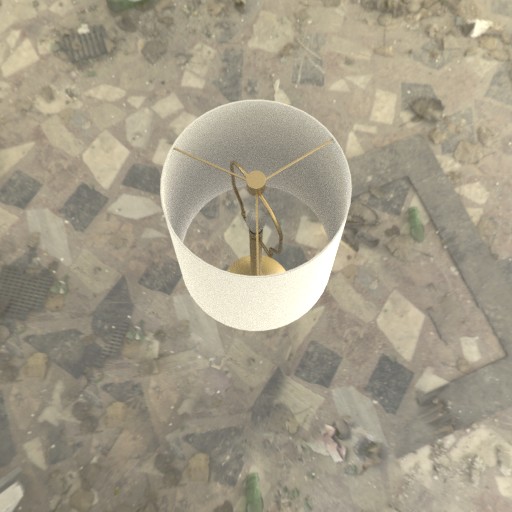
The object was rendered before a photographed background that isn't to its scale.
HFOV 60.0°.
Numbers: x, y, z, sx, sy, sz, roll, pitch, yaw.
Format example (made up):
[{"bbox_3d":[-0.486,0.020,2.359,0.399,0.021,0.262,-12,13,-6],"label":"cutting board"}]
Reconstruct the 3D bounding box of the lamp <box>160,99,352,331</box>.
[{"bbox_3d":[0.000,0.000,0.683,0.231,0.569,0.231,0,76,0],"label":"lamp"}]
